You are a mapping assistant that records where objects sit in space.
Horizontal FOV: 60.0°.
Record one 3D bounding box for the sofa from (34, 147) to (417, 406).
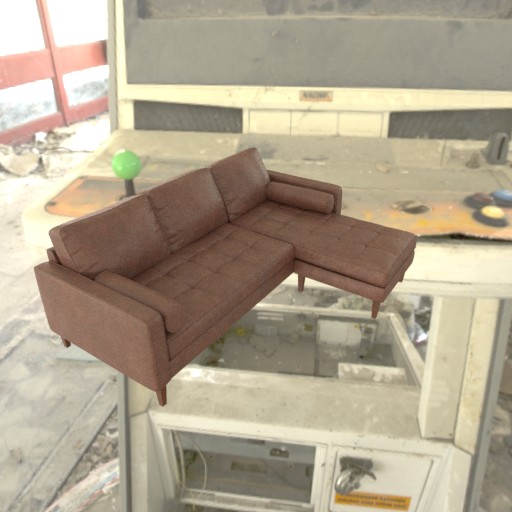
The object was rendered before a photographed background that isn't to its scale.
[{"bbox_3d":[0.000,0.000,2.967,1.613,0.841,2.185,19,35,29],"label":"sofa"}]
